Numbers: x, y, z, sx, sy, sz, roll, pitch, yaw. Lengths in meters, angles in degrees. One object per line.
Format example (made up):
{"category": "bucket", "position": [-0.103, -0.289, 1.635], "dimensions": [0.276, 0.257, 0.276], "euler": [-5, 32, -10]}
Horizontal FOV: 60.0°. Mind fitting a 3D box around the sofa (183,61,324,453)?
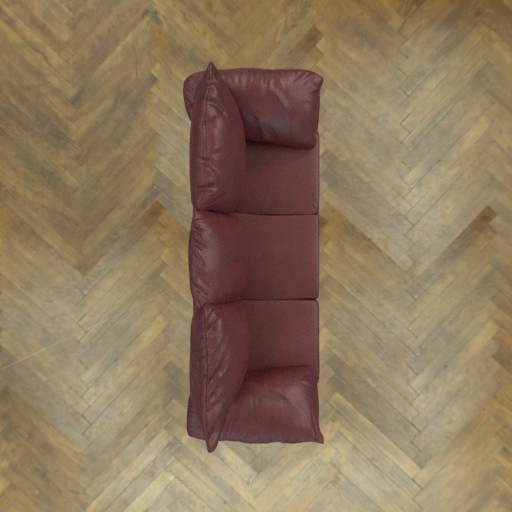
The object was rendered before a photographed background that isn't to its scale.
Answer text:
{"category": "sofa", "position": [0.000, 0.000, 2.974], "dimensions": [0.907, 1.091, 2.390], "euler": [0, 91, 0]}
